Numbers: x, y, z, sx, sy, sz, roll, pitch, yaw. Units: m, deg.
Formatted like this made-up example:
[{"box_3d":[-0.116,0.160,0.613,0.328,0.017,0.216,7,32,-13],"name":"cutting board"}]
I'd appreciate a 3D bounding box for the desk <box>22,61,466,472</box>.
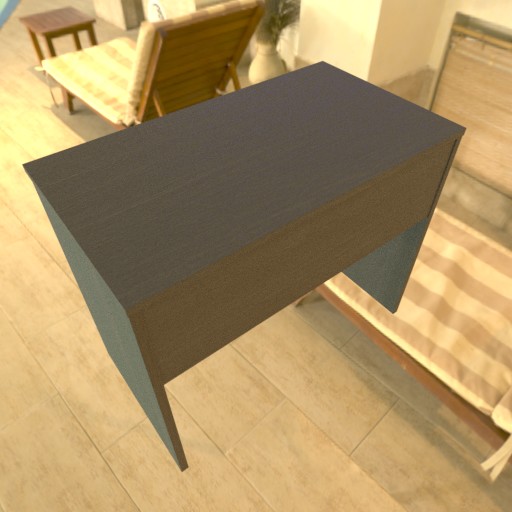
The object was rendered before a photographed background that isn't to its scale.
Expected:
[{"box_3d":[0.000,0.000,1.269,0.893,0.724,0.498,-29,52,-25],"name":"desk"}]
